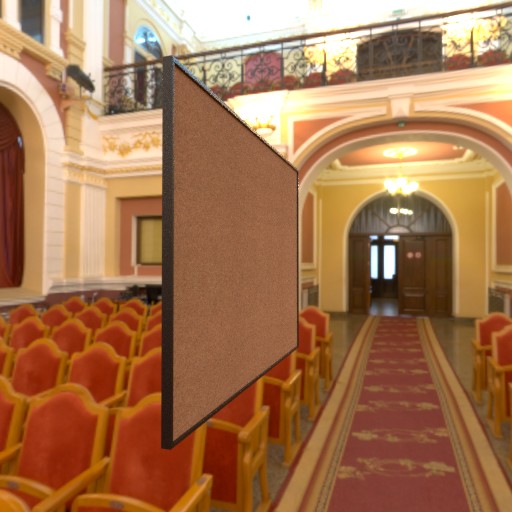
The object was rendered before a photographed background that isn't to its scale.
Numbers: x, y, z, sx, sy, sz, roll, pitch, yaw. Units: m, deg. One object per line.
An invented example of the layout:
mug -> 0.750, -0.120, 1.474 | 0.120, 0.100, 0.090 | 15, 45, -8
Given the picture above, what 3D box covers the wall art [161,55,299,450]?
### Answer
wall art -> 0.000, 0.000, 1.198 | 0.019, 0.660, 0.957 | 0, -1, 18
